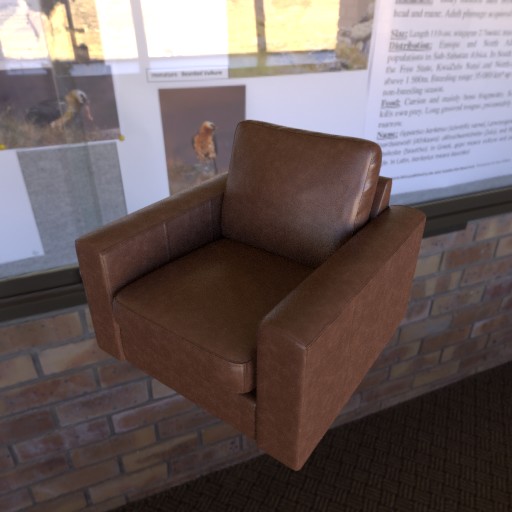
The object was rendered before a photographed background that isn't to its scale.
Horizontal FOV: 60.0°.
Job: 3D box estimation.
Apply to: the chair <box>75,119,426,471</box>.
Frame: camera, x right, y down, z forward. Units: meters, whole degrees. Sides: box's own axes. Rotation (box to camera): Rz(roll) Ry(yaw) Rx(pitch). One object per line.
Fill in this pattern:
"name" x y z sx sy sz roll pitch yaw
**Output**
"chair" 0.000 0.000 1.767 1.005 0.873 1.016 20 36 30
